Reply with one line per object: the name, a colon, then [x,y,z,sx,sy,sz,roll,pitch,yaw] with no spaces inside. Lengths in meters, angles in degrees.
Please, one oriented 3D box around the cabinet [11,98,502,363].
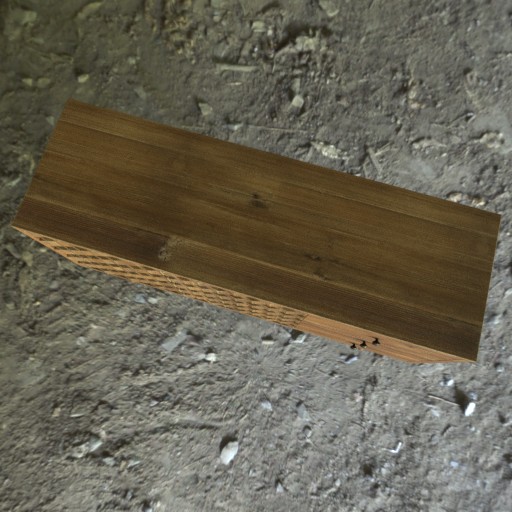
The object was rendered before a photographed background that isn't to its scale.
cabinet: [0.000,0.000,1.711,1.400,0.800,0.472,16,77,4]
